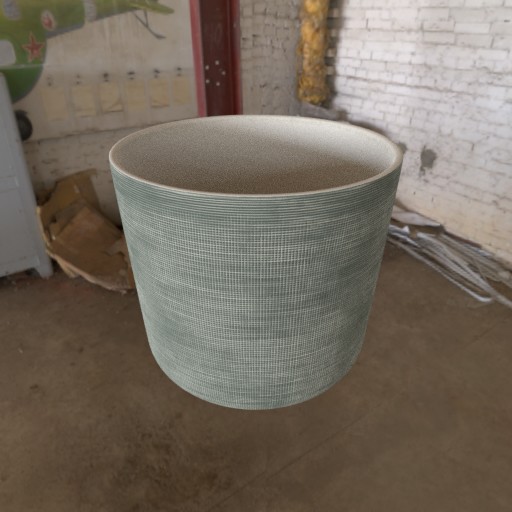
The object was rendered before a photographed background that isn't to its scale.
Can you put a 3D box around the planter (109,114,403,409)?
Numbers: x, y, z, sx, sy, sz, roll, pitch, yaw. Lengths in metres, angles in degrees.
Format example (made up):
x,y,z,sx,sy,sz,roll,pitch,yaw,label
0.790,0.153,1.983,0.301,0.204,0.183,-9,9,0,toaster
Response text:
x,y,z,sx,sy,sz,roll,pitch,yaw,label
0.000,0.000,0.785,0.440,0.398,0.440,0,29,0,planter
